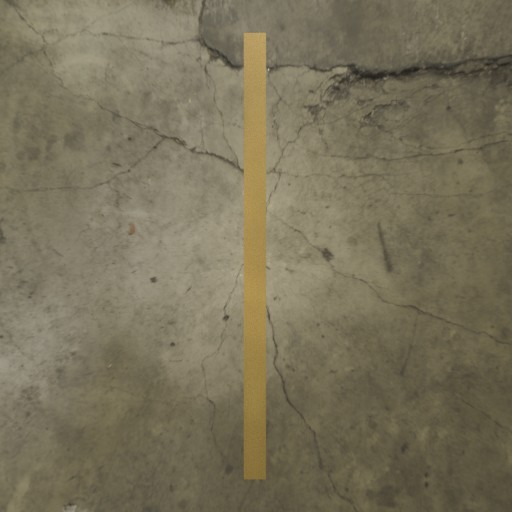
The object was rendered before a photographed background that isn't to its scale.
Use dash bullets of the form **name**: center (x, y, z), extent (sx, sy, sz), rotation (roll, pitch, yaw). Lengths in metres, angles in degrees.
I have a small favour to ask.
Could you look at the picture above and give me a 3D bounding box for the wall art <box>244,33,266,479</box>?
- **wall art**: center (0.000, 0.000, 1.137), extent (0.038, 0.762, 0.762), rotation (0, 90, 0)
